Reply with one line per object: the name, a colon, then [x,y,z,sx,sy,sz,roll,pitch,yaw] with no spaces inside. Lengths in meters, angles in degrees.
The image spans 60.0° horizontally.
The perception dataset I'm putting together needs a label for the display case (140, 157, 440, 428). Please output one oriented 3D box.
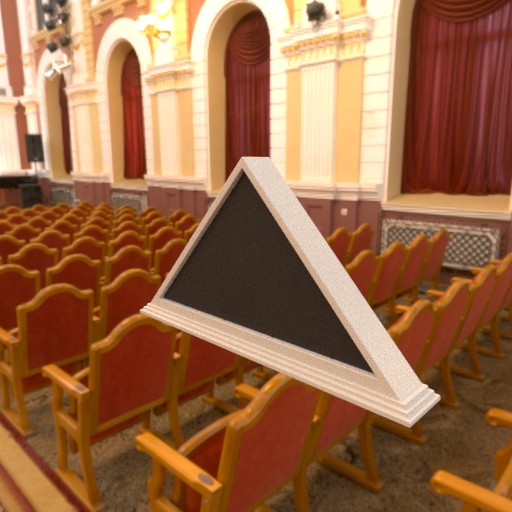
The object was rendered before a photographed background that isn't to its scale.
display case: [0.000,0.000,0.781,0.640,0.340,0.095,11,16,43]
